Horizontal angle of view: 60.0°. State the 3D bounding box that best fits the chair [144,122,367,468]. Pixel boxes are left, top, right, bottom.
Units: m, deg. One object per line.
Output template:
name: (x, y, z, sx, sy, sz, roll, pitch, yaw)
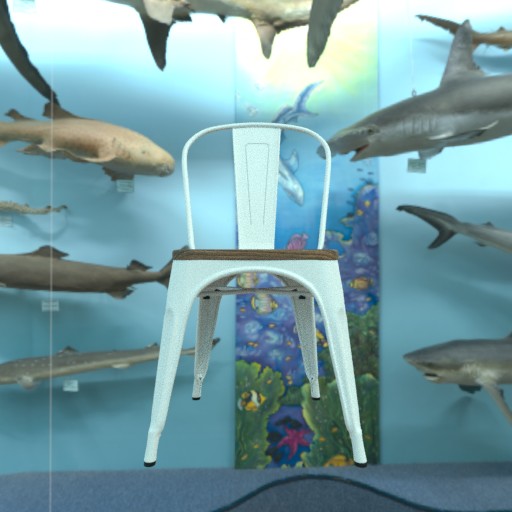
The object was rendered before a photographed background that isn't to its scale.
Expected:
chair: (0.000, 0.000, 1.150, 0.452, 0.851, 0.521, 0, -1, 0)
